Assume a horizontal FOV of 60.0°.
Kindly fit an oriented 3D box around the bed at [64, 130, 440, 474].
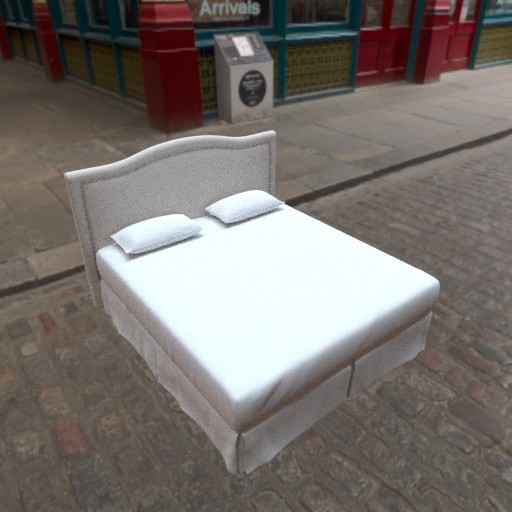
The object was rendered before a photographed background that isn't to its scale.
[{"bbox_3d":[0.000,0.000,3.518,2.083,1.421,2.182,-21,36,-32],"label":"bed"}]
